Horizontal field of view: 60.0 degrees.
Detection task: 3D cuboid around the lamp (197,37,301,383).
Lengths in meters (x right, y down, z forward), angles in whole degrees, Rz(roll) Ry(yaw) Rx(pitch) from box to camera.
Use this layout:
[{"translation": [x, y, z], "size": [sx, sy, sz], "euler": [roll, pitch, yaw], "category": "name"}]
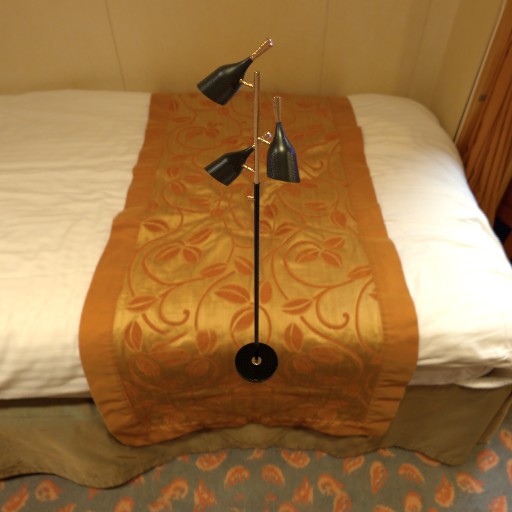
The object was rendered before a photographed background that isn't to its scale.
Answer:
[{"translation": [0.000, 0.000, 1.941], "size": [0.434, 1.778, 0.253], "euler": [33, 54, 28], "category": "lamp"}]
